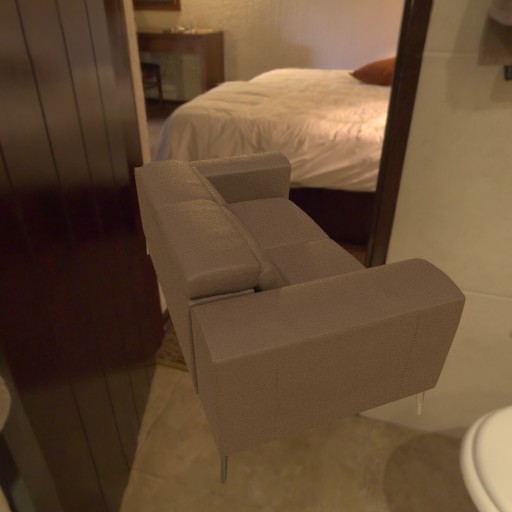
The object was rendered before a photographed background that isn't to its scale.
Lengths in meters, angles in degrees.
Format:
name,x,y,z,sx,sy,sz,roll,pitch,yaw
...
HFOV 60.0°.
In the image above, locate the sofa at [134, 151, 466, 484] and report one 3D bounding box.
name,x,y,z,sx,sy,sz,roll,pitch,yaw
sofa,0.000,0.000,2.359,1.003,0.779,1.895,-11,32,-18
